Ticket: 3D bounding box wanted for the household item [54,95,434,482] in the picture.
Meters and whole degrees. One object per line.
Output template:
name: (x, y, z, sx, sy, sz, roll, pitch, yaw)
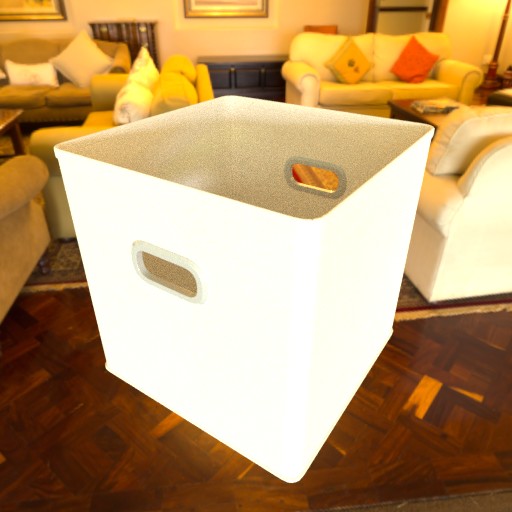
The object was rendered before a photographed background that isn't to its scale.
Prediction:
household item: (0.000, 0.000, 0.557, 0.305, 0.305, 0.305, 20, 36, 29)
